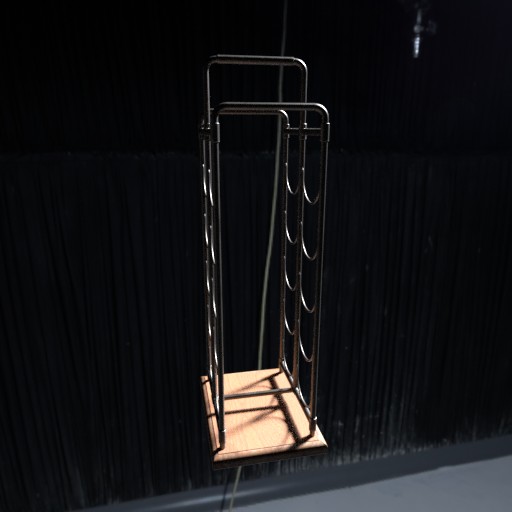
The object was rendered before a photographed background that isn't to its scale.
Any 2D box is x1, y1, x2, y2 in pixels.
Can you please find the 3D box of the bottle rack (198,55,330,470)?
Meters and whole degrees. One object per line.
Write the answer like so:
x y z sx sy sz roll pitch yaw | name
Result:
0.000 0.000 0.819 0.208 0.680 0.276 -3 17 -11 | bottle rack
